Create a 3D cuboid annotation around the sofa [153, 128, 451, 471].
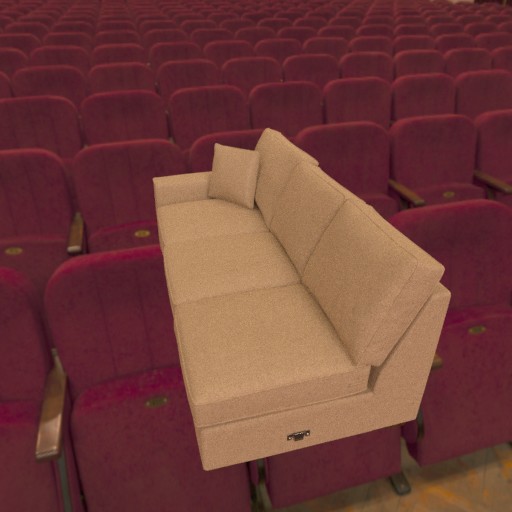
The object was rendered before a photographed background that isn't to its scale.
[{"bbox_3d":[0.000,0.000,2.515,1.034,0.946,1.962,-8,31,-13],"label":"sofa"}]
